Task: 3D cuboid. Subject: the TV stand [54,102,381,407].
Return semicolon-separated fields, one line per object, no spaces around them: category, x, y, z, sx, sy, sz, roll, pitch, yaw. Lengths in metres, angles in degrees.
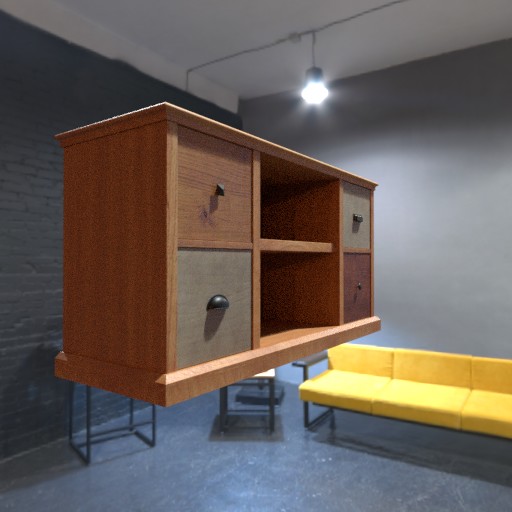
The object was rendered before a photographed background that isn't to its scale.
TV stand;0.000;0.000;1.476;0.417;0.607;1.181;0;-1;36
